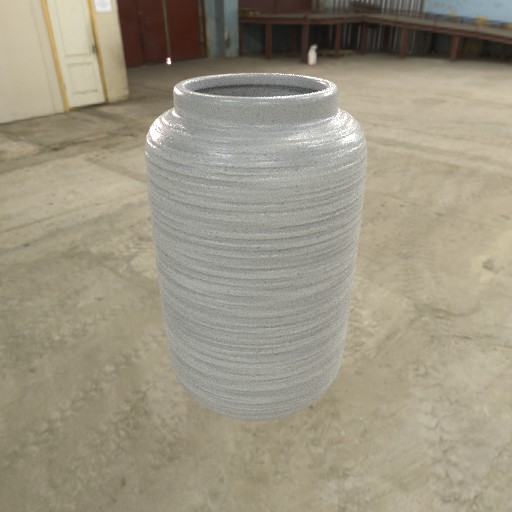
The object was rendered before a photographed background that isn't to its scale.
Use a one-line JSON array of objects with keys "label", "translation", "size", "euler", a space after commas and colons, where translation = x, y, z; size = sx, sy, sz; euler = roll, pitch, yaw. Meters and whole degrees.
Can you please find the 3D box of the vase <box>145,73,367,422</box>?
[{"label": "vase", "translation": [0.000, 0.000, 0.458], "size": [0.202, 0.335, 0.202], "euler": [0, 30, 0]}]
